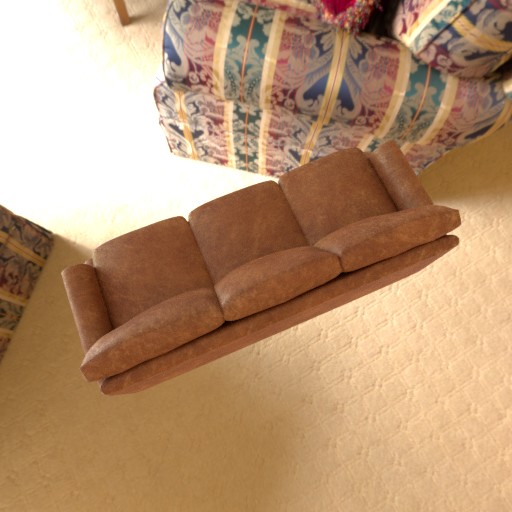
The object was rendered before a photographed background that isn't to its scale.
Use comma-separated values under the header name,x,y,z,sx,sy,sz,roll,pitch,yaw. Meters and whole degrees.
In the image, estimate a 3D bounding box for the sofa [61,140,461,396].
name,x,y,z,sx,sy,sz,roll,pitch,yaw
sofa,0.000,0.000,2.869,2.351,0.977,0.973,-22,76,-6
